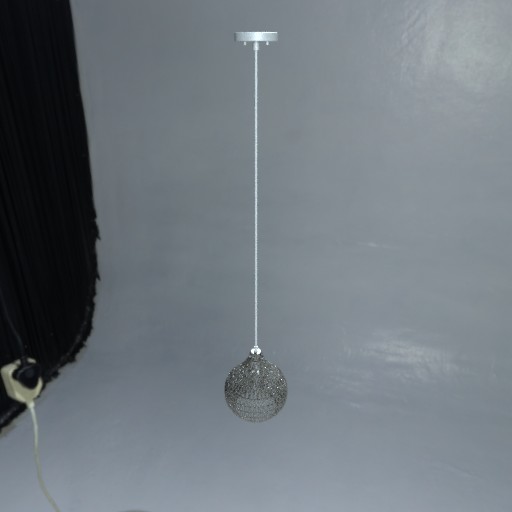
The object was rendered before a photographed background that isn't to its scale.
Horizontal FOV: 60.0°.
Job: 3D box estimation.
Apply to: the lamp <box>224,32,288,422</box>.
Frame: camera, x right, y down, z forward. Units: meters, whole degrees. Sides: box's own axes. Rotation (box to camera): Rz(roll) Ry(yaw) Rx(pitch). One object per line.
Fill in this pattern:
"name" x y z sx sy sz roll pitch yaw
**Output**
"lamp" 0.000 0.000 2.132 0.355 1.919 0.355 8 27 17
